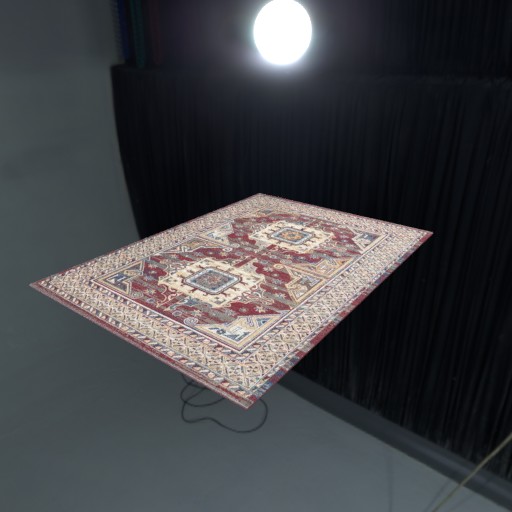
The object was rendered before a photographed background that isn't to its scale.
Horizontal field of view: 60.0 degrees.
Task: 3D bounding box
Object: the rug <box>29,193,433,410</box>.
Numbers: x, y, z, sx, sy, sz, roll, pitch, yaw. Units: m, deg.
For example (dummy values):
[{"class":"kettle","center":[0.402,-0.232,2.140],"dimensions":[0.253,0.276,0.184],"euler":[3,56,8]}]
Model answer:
[{"class":"rug","center":[0.000,0.000,2.908],"dimensions":[1.599,0.011,2.210],"euler":[18,31,33]}]
